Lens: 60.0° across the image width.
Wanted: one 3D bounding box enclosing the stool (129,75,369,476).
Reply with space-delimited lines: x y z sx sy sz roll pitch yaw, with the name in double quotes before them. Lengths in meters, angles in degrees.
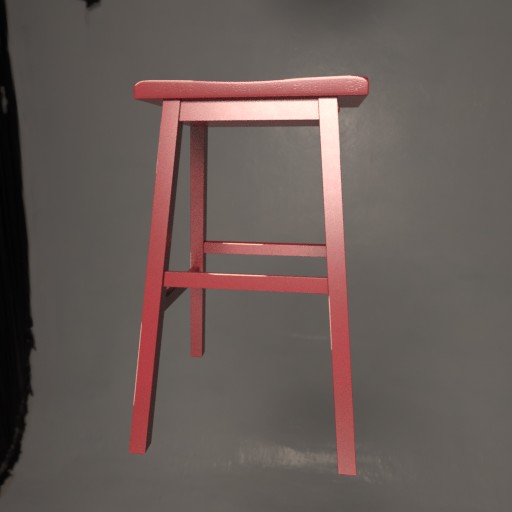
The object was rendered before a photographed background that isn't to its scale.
"stool" 0.000 0.000 1.022 0.457 0.737 0.476 2 13 8
